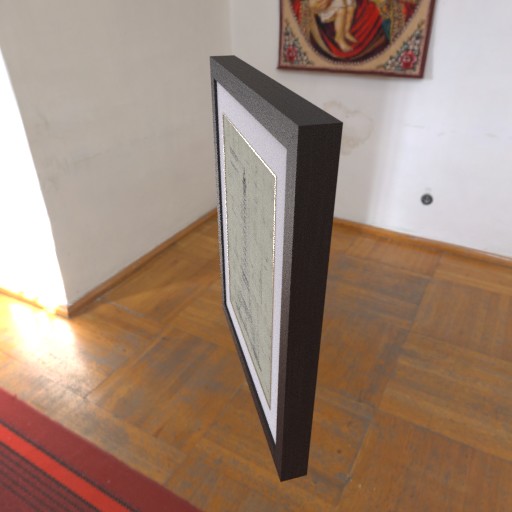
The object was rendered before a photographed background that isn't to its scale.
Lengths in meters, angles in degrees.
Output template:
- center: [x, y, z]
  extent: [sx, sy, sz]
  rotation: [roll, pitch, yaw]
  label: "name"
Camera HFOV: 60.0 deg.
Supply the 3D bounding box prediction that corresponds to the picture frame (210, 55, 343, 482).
- center: [0.000, 0.000, 0.738]
  extent: [0.044, 0.555, 0.452]
  rotation: [-8, 33, -13]
  label: "picture frame"
